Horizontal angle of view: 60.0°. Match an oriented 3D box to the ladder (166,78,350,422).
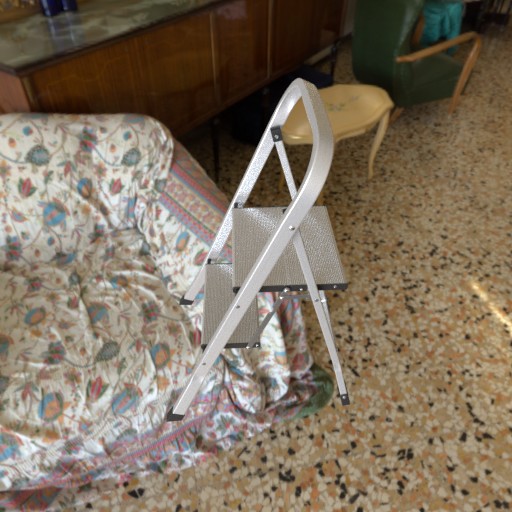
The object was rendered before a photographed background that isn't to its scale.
[{"bbox_3d":[0.000,0.000,1.159,0.530,0.830,0.465,-2,42,-2],"label":"ladder"}]
